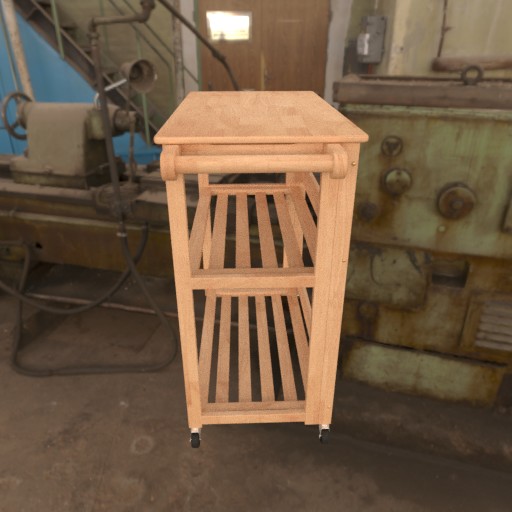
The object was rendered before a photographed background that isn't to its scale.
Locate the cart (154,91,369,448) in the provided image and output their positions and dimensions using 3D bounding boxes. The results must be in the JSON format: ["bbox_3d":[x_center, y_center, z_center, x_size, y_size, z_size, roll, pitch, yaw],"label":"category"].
[{"bbox_3d":[0.000,0.000,1.383,0.432,0.879,0.853,-1,27,-2],"label":"cart"}]
